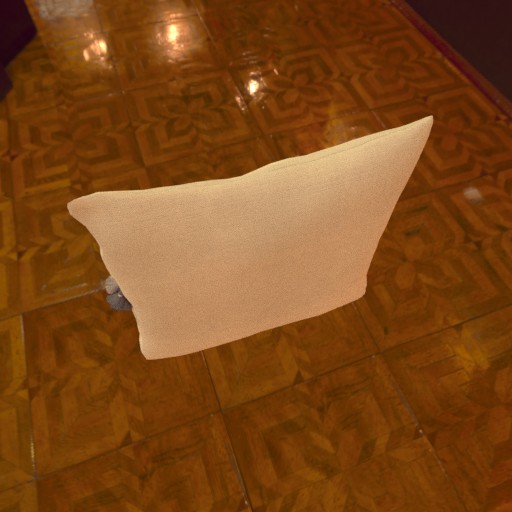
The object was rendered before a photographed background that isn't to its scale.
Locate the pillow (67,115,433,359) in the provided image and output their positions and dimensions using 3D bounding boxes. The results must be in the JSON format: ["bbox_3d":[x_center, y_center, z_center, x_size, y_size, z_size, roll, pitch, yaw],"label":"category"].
[{"bbox_3d":[0.000,0.000,0.739,0.489,0.481,0.165,-15,58,-10],"label":"pillow"}]
